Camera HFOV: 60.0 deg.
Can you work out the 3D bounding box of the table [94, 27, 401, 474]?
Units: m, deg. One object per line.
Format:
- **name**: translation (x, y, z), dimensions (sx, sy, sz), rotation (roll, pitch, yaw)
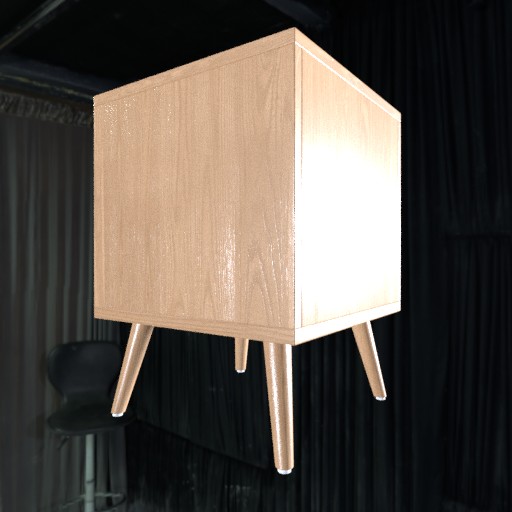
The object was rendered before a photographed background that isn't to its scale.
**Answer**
- **table**: translation (0.000, 0.000, 0.809), dimensions (0.400, 0.550, 0.400), rotation (0, 0, 36)
